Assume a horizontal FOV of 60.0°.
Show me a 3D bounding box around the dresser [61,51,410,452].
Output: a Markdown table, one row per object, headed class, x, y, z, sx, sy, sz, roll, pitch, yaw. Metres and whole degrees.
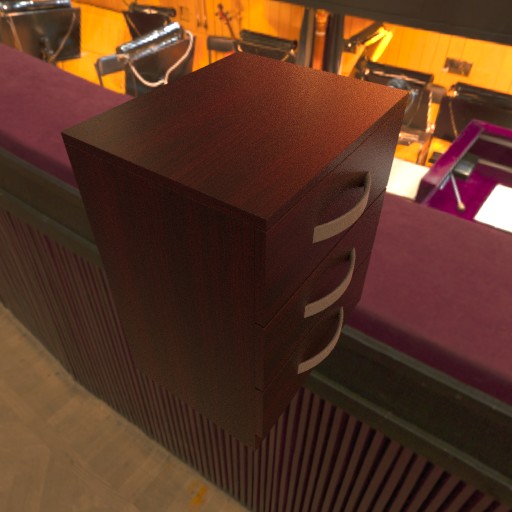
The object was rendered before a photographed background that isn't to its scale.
| class | x | y | z | sx | sy | sz | roll | pitch | yaw |
| --- | --- | --- | --- | --- | --- | --- | --- | --- | --- |
| dresser | 0.000 | 0.000 | 0.827 | 0.360 | 0.560 | 0.400 | 25 | 48 | 25 |
